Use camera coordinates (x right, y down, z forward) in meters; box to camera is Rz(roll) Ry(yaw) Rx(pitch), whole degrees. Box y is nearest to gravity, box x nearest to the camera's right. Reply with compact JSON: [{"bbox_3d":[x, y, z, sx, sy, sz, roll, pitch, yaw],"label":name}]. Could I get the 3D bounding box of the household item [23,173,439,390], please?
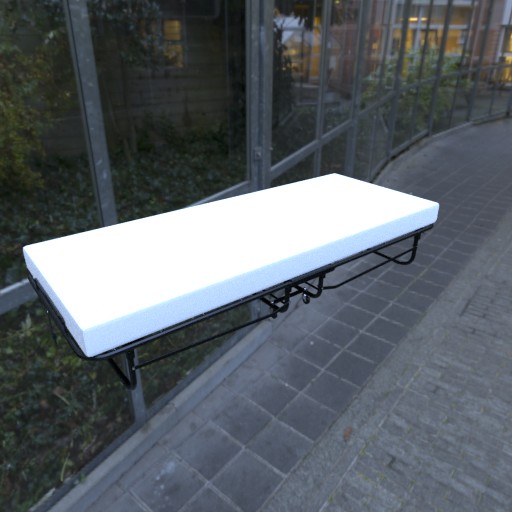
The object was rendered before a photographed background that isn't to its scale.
[{"bbox_3d":[0.000,0.000,2.141,1.905,0.356,0.787,-19,31,-33],"label":"household item"}]
